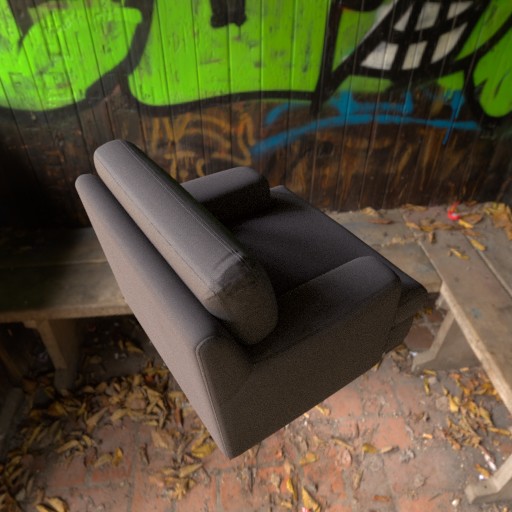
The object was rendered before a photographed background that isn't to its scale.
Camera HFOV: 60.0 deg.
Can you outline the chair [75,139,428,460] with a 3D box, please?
[{"bbox_3d":[0.000,0.000,1.979,1.143,0.940,1.168,-24,46,-26],"label":"chair"}]
